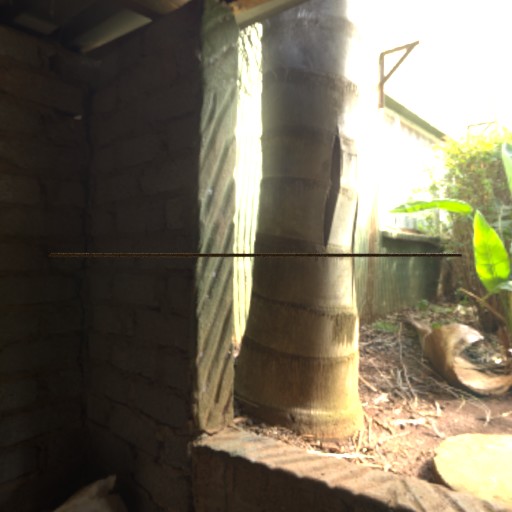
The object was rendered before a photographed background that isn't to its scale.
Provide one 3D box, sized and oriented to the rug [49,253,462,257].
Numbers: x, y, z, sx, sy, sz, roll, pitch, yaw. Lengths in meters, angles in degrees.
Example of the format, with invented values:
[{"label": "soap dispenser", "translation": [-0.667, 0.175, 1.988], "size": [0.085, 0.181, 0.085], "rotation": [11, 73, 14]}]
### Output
[{"label": "rug", "translation": [0.000, 0.000, 4.109], "size": [2.420, 0.019, 3.039], "rotation": [0, 0, 0]}]
